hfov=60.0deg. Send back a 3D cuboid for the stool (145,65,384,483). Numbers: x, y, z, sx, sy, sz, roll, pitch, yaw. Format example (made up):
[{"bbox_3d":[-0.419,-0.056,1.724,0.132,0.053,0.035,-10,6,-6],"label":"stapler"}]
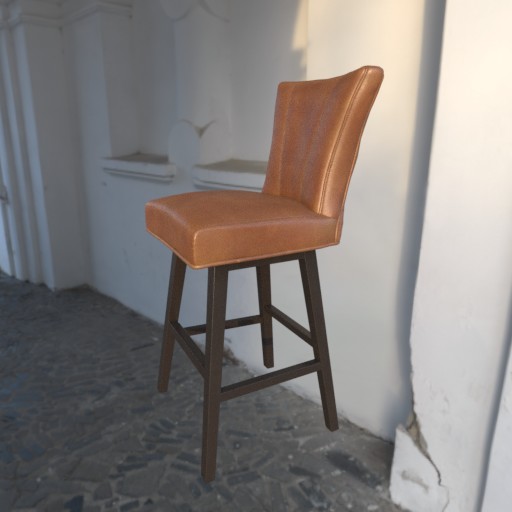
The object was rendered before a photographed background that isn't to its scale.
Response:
[{"bbox_3d":[0.000,0.000,1.407,0.585,1.094,0.522,-8,17,-25],"label":"stool"}]
